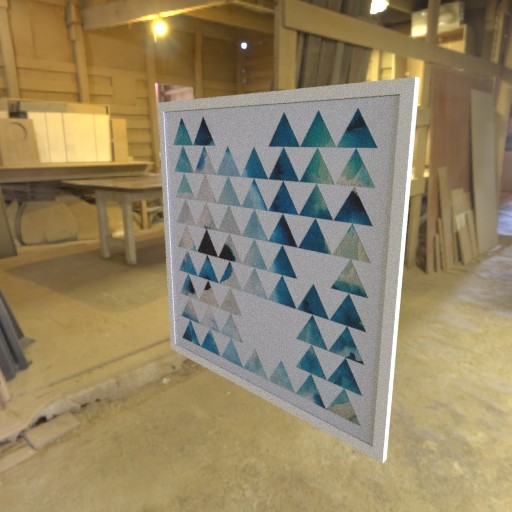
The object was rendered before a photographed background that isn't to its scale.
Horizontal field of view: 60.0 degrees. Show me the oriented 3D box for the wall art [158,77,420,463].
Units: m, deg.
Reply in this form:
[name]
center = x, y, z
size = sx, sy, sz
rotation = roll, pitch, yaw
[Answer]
[wall art]
center = 0.000, 0.000, 0.806
size = 0.557, 0.557, 0.012
rotation = 14, 20, 42
